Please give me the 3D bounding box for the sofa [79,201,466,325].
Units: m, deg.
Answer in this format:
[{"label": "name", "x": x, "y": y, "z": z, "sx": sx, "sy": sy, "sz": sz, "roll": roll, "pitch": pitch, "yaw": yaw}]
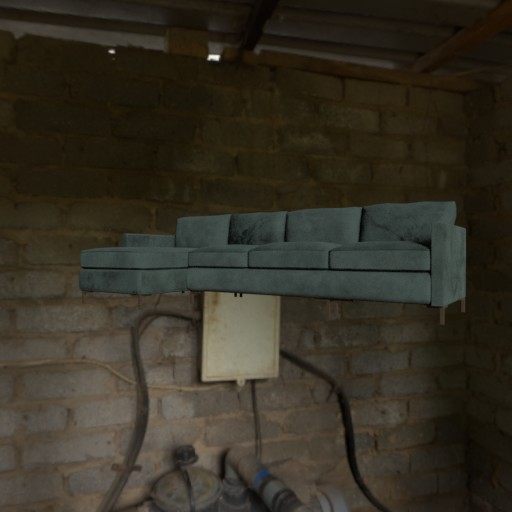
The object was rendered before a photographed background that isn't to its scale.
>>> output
[{"label": "sofa", "x": 0.000, "y": 0.000, "z": 4.172, "sx": 3.400, "sy": 0.967, "sz": 1.500, "roll": 0, "pitch": 0, "yaw": 34}]
